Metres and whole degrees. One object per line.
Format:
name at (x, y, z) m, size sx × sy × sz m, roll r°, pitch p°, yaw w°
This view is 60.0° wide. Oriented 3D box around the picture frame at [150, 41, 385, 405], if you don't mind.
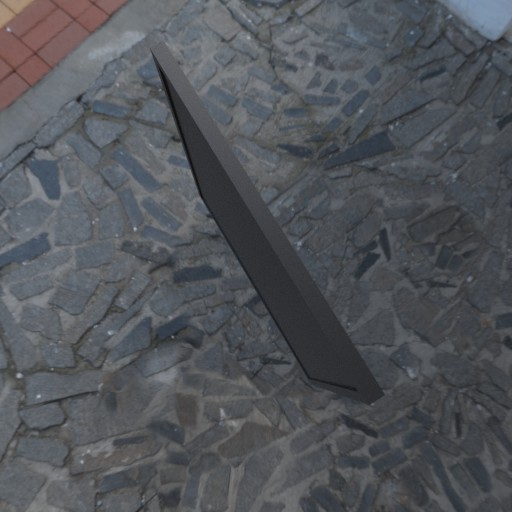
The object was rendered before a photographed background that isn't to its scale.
picture frame at (0.000, 0.000, 1.171) m, size 0.032 × 0.775 × 0.775 m, roll -30°, pitch 78°, yaw -7°
